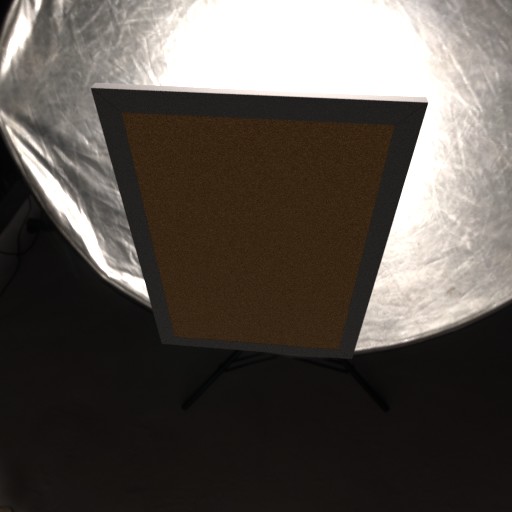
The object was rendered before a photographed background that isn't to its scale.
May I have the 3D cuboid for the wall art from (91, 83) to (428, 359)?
[{"bbox_3d":[0.000,0.000,0.692,0.380,0.534,0.013,4,46,4],"label":"wall art"}]
